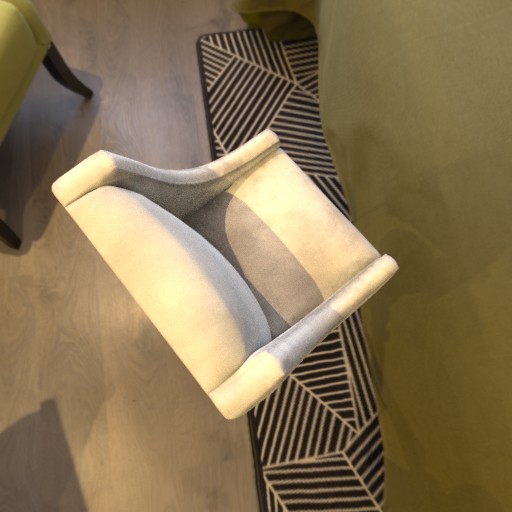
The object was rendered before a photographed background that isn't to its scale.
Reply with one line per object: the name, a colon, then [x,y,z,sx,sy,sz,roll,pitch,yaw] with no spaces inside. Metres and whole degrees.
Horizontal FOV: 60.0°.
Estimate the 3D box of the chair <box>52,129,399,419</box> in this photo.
chair: [0.000,0.000,1.334,0.629,0.895,0.629,-39,78,-10]
